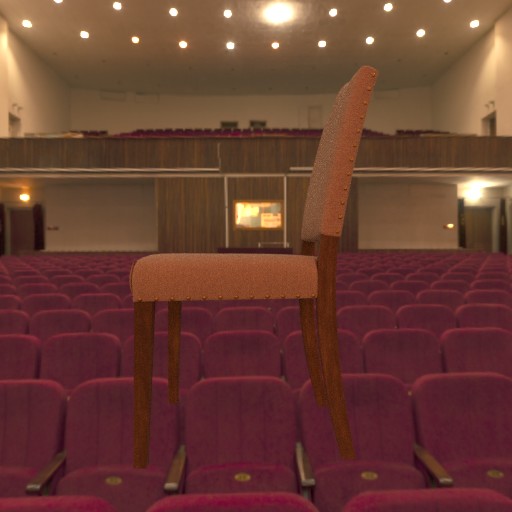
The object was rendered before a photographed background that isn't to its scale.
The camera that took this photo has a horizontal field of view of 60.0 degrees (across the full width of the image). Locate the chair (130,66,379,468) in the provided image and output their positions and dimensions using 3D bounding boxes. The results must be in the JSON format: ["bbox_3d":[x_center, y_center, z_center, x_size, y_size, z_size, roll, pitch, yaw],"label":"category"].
[{"bbox_3d":[0.000,0.000,1.315,0.620,1.020,0.508,0,0,-1],"label":"chair"}]
